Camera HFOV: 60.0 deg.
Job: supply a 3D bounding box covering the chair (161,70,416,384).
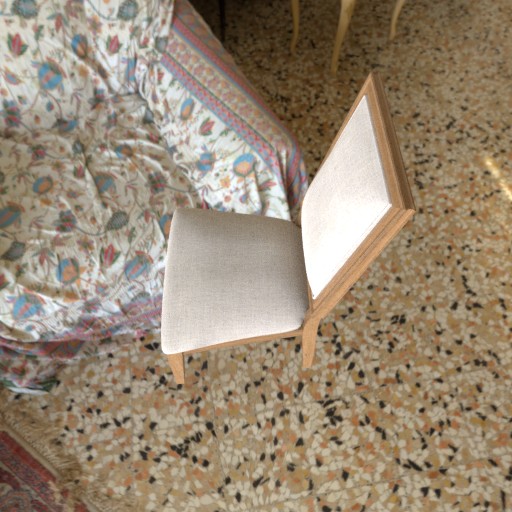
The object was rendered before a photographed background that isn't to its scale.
[{"bbox_3d":[0.000,0.000,1.360,0.601,0.988,0.536,-1,59,-1],"label":"chair"}]
